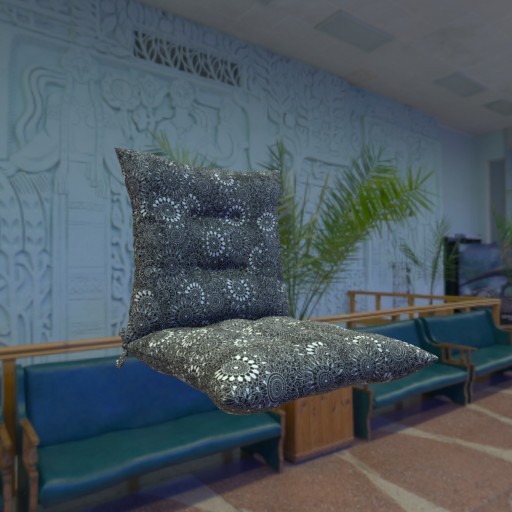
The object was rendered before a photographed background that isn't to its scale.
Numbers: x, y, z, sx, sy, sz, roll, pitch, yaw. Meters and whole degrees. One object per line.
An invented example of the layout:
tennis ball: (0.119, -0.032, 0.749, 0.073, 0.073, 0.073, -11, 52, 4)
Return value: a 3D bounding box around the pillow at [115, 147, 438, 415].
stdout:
pillow: (0.000, 0.000, 1.006, 0.541, 0.536, 0.585, 1, -1, -34)
